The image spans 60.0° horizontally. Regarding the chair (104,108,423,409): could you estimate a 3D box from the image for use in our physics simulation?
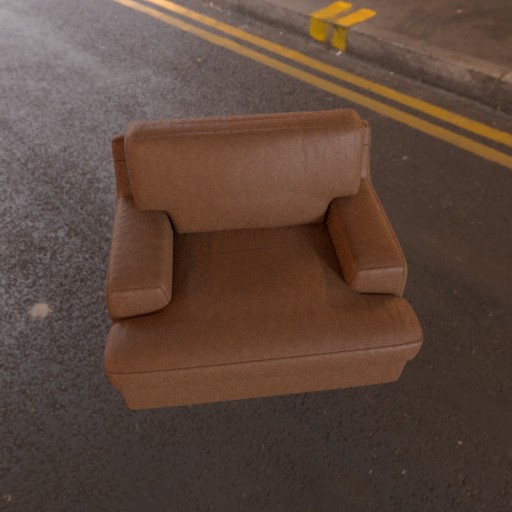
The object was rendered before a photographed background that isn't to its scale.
[{"bbox_3d":[0.000,0.000,1.981,1.276,0.978,1.050,-5,47,-4],"label":"chair"}]
